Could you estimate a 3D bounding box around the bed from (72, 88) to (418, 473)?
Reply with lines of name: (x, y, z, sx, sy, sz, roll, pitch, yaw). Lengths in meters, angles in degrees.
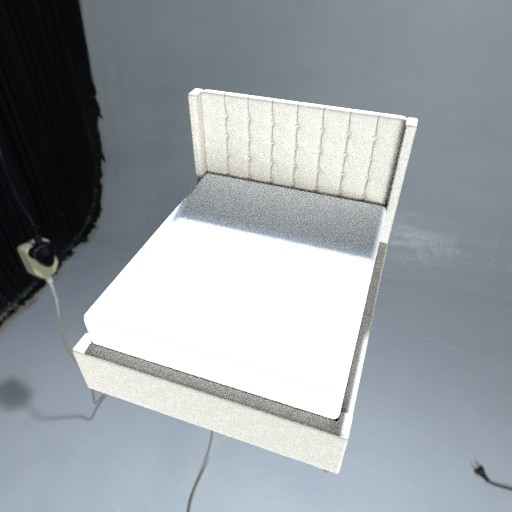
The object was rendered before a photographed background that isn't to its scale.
bed: (0.000, 0.000, 3.674, 2.045, 1.743, 2.370, 13, 43, 15)
